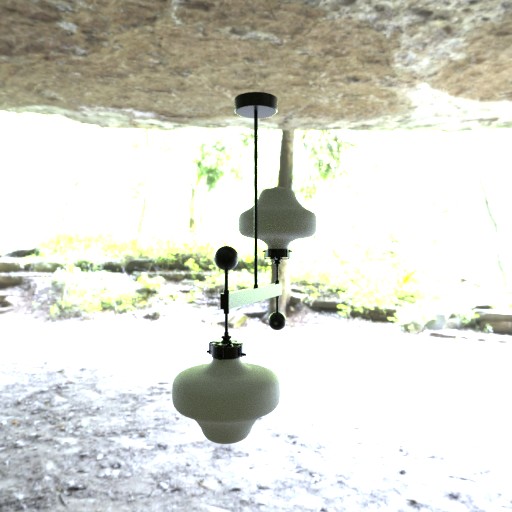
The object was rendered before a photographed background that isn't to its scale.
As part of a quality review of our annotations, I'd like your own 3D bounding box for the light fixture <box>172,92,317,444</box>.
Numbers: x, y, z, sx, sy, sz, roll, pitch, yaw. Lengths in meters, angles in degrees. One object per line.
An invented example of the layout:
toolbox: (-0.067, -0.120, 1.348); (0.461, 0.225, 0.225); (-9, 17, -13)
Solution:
light fixture: (0.000, 0.000, 1.052); (0.422, 0.743, 0.489); (0, 0, -17)
